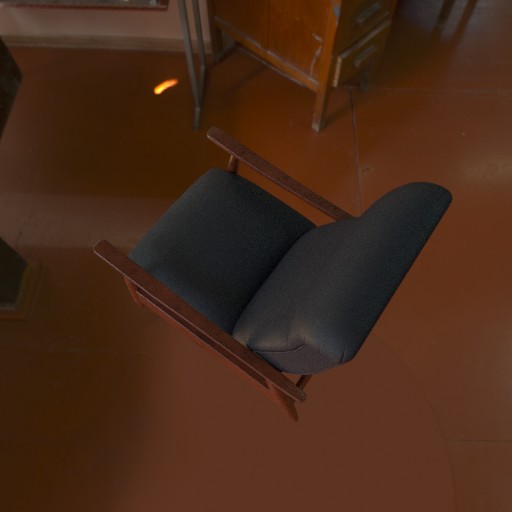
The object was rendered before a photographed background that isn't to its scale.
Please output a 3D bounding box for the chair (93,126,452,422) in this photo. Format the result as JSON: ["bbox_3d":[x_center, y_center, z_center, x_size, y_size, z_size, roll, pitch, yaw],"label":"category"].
[{"bbox_3d":[0.000,0.000,1.783,1.014,1.082,0.762,33,68,15],"label":"chair"}]
